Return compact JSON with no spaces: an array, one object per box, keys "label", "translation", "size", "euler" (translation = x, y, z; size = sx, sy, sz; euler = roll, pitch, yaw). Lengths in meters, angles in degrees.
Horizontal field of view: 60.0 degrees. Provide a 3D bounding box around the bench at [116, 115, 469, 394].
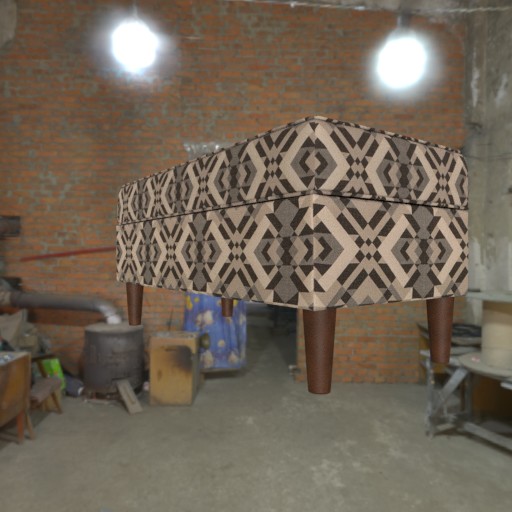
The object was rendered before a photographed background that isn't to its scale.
[{"label":"bench","translation":[0.000,0.000,1.268],"size":[0.492,0.477,1.016],"euler":[0,0,-36]}]
